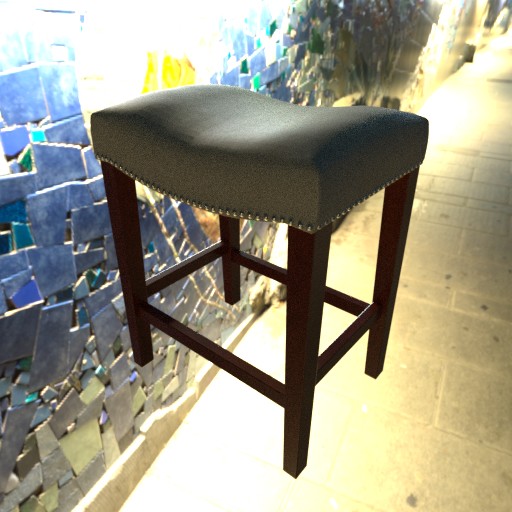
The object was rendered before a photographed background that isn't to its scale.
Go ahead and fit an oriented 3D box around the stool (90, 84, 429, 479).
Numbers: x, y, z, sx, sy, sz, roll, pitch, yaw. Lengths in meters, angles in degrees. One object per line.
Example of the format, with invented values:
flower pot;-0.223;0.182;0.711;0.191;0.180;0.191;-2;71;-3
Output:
stool;0.000;0.000;0.936;0.509;0.632;0.375;22;37;33
